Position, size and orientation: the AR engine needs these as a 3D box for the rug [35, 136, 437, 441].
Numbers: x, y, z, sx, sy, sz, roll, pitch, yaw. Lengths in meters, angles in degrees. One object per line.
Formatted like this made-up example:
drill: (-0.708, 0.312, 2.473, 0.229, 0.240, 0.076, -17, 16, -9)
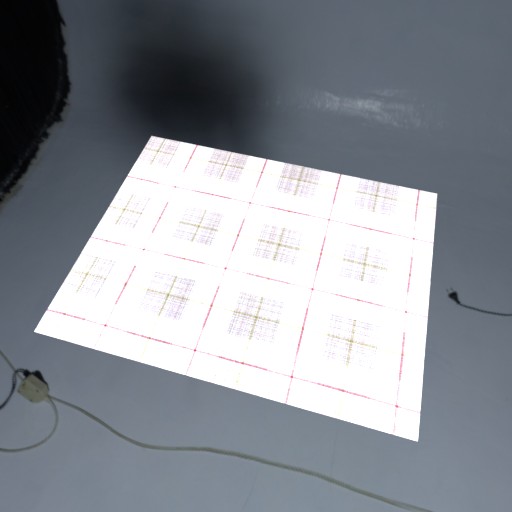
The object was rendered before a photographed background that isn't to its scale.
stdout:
rug: (0.000, 0.000, 3.870, 2.959, 0.016, 2.317, 13, 58, 9)
